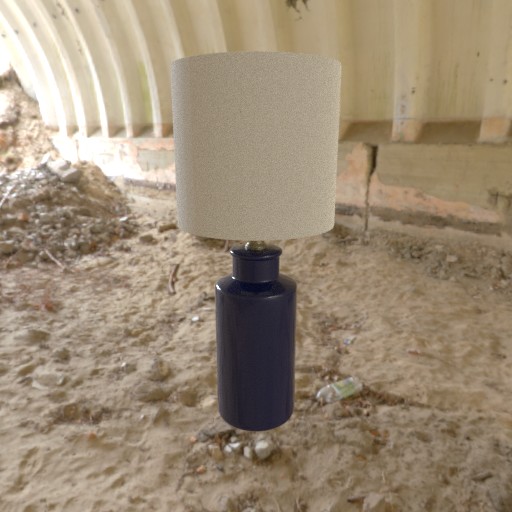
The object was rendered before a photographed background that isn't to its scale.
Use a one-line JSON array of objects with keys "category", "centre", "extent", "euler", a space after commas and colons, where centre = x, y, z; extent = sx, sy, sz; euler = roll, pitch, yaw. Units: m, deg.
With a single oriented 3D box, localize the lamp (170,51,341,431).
[{"category": "lamp", "centre": [0.000, 0.000, 0.622], "extent": [0.212, 0.493, 0.212], "euler": [2, 15, 7]}]
